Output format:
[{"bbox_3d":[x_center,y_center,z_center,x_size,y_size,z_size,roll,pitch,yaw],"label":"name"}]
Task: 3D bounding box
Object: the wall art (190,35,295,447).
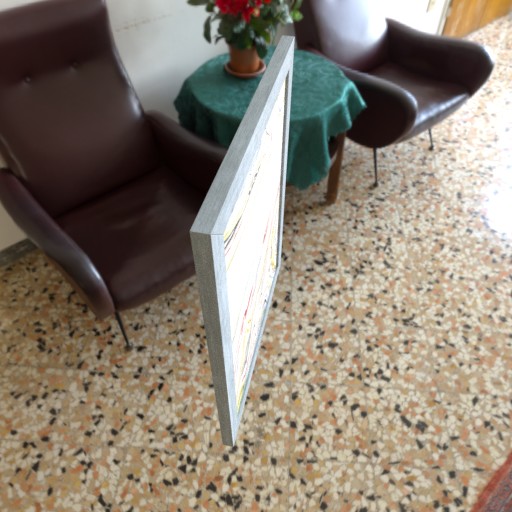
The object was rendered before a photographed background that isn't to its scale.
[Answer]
[{"bbox_3d":[0.000,0.000,0.801,0.022,0.582,0.479,10,49,9],"label":"wall art"}]
